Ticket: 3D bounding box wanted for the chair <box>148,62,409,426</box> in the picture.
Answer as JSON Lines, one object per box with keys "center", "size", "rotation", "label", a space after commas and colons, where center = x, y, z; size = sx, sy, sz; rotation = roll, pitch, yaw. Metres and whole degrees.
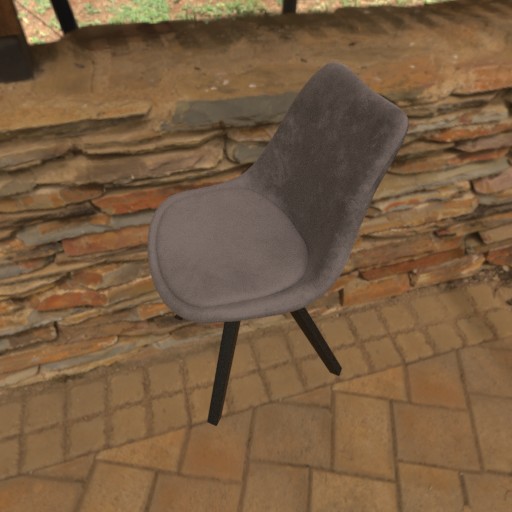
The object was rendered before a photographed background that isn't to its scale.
{"center": [0.000, 0.000, 1.180], "size": [0.550, 0.850, 0.485], "rotation": [-16, 48, -15], "label": "chair"}
